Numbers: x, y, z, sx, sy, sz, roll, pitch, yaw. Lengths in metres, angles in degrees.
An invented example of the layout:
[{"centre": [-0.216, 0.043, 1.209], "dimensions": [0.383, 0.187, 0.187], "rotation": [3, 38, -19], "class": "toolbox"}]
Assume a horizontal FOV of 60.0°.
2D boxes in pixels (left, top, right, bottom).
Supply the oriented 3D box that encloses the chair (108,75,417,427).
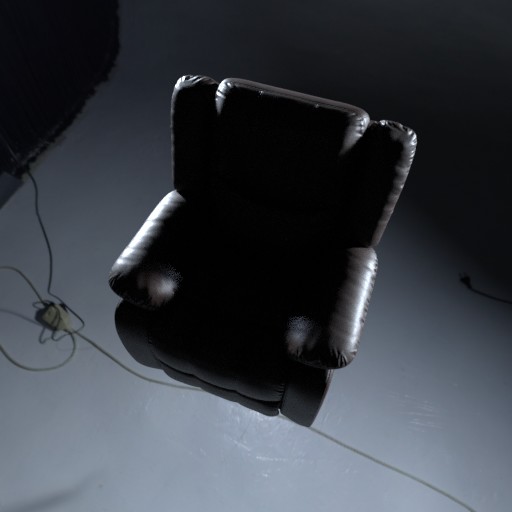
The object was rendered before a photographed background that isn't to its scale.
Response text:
[{"centre": [0.000, 0.000, 1.709], "dimensions": [0.899, 1.009, 0.934], "rotation": [17, 60, 11], "class": "chair"}]
